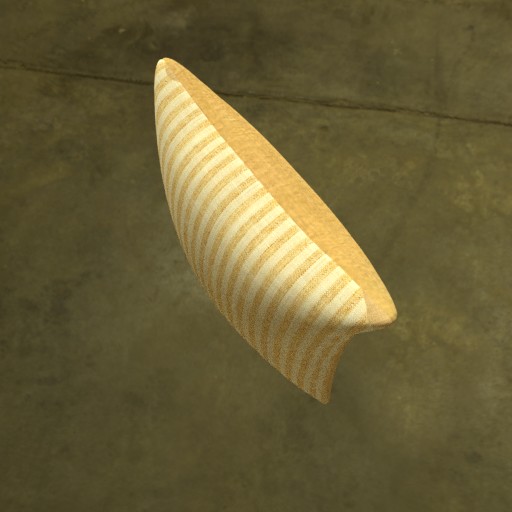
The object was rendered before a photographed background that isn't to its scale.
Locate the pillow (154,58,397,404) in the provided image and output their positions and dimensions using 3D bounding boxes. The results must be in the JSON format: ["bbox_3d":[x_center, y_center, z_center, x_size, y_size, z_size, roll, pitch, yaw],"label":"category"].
[{"bbox_3d":[0.000,0.000,0.639,0.173,0.407,0.419,-32,67,-15],"label":"pillow"}]
